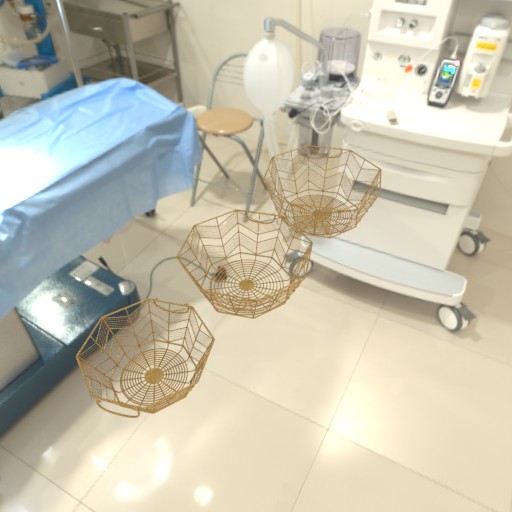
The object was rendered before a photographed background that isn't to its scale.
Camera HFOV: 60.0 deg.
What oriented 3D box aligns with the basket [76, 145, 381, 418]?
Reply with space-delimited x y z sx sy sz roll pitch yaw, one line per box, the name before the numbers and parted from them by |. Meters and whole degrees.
basket | 0.000 0.000 1.378 0.432 0.178 1.245 26 48 26
